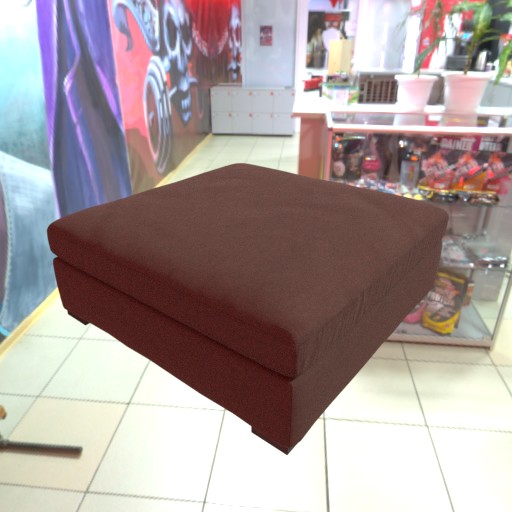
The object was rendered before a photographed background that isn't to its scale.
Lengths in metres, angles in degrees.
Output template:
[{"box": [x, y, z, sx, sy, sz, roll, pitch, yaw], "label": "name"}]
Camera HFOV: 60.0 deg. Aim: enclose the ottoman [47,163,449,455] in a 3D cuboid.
[{"box": [0.000, 0.000, 1.842, 1.181, 0.470, 1.181, 20, 32, 34], "label": "ottoman"}]
